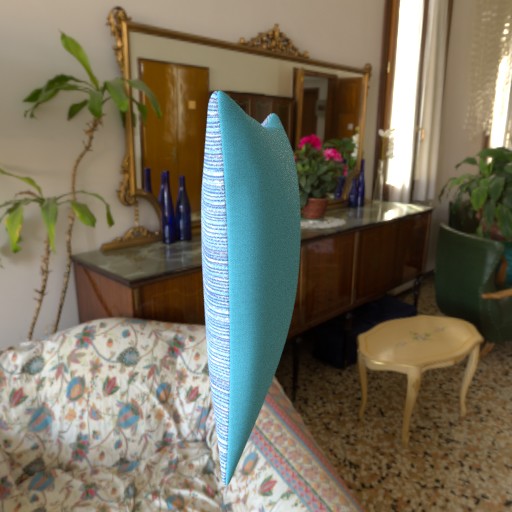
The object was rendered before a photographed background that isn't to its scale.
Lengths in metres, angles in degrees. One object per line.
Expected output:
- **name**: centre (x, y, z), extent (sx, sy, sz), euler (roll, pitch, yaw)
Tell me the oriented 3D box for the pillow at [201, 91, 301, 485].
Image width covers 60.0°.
- **pillow**: centre (0.000, 0.000, 0.767), extent (0.150, 0.497, 0.514), euler (2, 15, 9)
